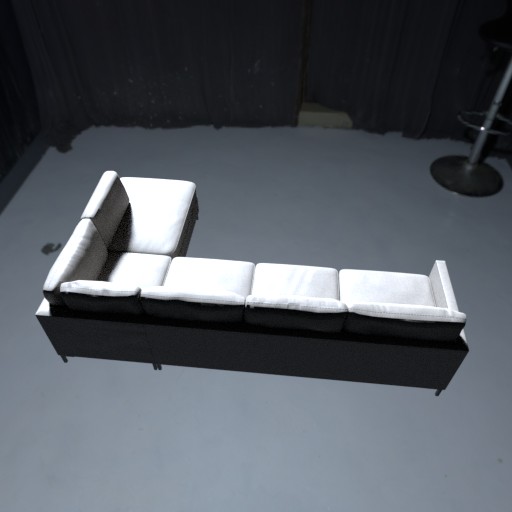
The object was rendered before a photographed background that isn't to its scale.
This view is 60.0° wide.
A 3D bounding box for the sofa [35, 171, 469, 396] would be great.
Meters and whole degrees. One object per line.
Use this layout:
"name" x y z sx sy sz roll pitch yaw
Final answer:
"sofa" 0.000 0.000 4.223 3.331 0.964 2.077 4 46 4
